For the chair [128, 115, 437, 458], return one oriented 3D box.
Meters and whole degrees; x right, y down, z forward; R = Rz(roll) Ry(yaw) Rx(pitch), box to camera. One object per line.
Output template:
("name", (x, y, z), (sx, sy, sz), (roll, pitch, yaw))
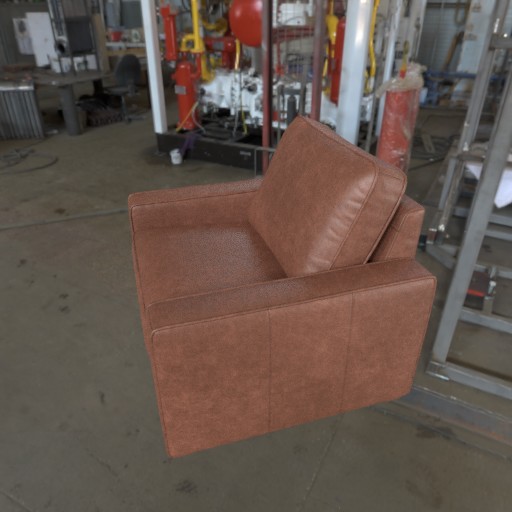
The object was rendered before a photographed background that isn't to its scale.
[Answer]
("chair", (0.000, 0.000, 1.761), (0.940, 0.919, 1.017), (-9, 32, -15))
